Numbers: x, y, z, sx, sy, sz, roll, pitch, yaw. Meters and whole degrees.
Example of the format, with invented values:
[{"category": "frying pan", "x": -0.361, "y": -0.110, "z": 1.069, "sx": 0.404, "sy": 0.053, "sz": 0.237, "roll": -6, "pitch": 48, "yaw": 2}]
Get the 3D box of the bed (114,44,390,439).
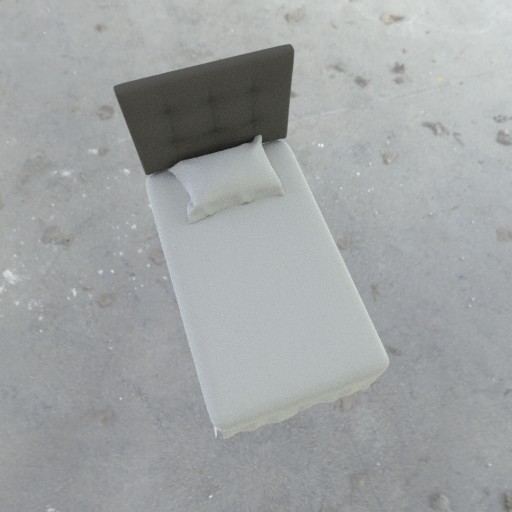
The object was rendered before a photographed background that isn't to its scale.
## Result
[{"category": "bed", "x": 0.000, "y": 0.000, "z": 3.006, "sx": 1.261, "sy": 1.571, "sz": 1.997, "roll": -17, "pitch": 66, "yaw": -8}]
